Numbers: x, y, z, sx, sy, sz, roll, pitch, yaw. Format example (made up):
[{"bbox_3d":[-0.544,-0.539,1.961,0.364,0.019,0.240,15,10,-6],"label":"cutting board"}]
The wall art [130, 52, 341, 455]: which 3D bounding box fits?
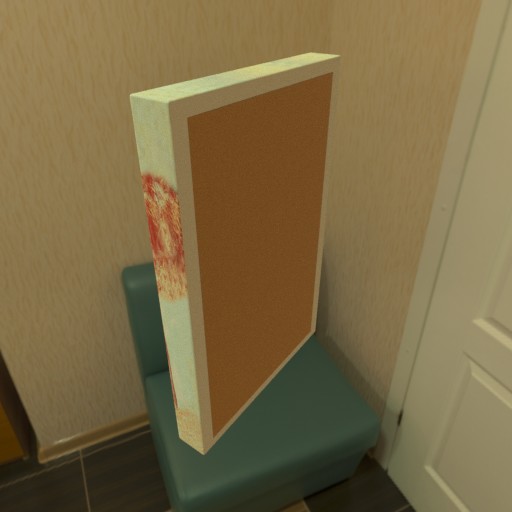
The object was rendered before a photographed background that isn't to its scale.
[{"bbox_3d":[0.000,0.000,0.485,0.039,0.380,0.251,21,38,30],"label":"wall art"}]
